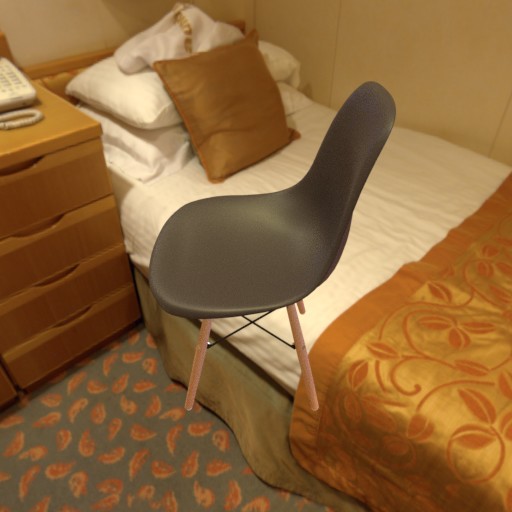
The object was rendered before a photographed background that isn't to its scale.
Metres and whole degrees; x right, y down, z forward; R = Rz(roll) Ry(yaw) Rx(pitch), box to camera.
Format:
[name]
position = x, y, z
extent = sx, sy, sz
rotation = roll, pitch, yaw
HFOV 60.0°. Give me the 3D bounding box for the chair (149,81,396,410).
[chair]
position = 0.000, 0.000, 1.136
extent = 0.533, 0.825, 0.470
rotation = 0, 40, -1
